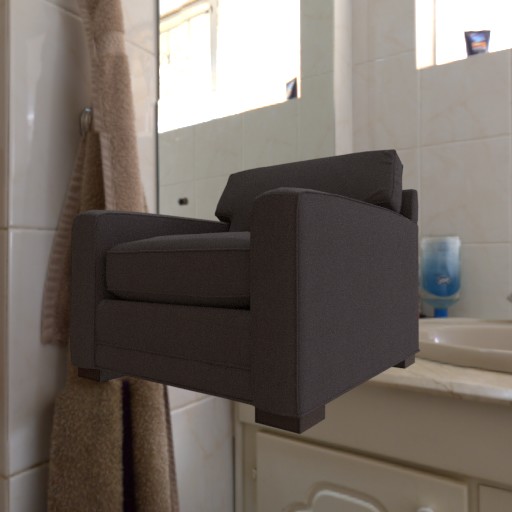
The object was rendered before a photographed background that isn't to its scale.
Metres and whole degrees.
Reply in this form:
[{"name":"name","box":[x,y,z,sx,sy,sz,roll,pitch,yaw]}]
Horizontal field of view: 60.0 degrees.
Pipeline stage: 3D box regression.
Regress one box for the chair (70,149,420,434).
[{"name":"chair","box":[0.000,0.000,1.782,0.997,0.913,1.043,-1,-1,36]}]
